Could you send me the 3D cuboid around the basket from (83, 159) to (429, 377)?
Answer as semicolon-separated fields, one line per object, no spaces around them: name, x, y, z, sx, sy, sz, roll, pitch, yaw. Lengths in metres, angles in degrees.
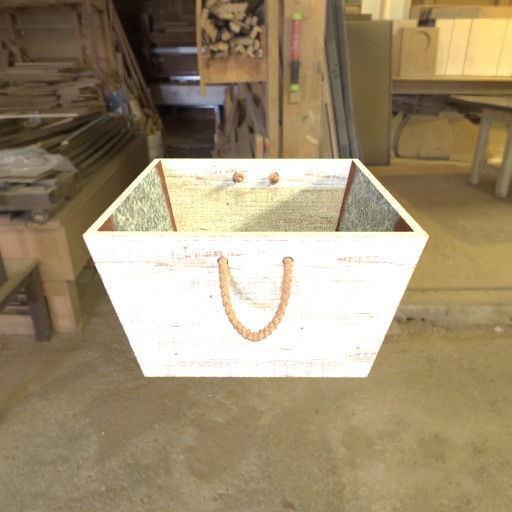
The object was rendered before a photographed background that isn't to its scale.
basket;0.000;0.000;0.766;0.413;0.247;0.545;0;25;0
